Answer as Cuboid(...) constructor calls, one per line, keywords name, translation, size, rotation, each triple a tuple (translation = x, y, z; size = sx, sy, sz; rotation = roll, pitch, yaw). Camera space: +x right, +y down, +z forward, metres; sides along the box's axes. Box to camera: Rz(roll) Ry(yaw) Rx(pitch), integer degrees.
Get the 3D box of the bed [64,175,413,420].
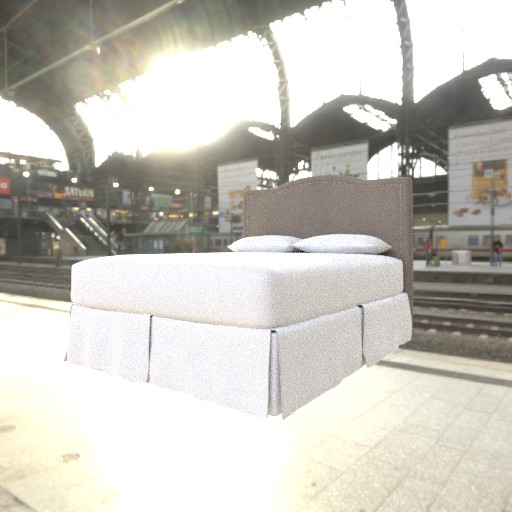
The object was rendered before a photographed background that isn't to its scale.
Cuboid(name="bed", translation=(0.000, 0.000, 3.263), size=(1.744, 1.441, 2.128), rotation=(1, 2, 35))
